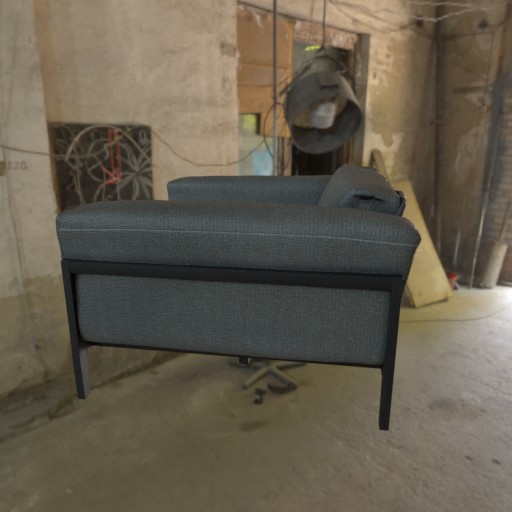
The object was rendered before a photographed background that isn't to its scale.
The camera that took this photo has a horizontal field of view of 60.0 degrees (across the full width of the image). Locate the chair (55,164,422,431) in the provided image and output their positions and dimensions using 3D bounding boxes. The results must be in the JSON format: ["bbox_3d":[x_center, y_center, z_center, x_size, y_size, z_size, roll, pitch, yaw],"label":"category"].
[{"bbox_3d":[0.000,0.000,1.662,0.969,0.646,1.056,3,16,9],"label":"chair"}]
